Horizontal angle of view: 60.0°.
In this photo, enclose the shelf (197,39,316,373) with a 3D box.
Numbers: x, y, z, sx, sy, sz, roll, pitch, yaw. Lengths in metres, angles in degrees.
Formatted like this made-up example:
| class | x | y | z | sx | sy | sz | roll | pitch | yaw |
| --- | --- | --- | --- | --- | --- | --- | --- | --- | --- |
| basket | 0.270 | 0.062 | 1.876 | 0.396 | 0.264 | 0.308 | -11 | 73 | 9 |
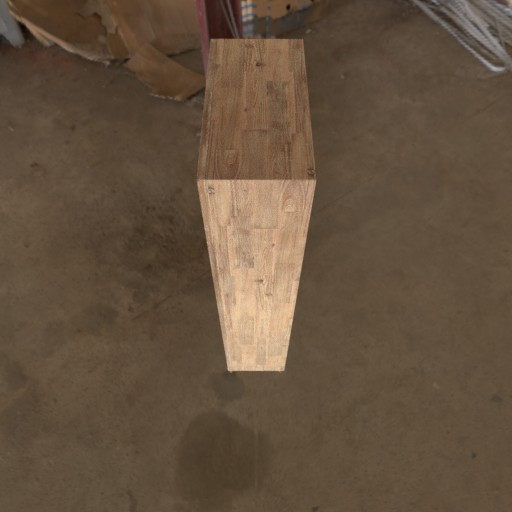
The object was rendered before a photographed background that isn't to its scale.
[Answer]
| class | x | y | z | sx | sy | sz | roll | pitch | yaw |
| --- | --- | --- | --- | --- | --- | --- | --- | --- | --- |
| shelf | 0.000 | 0.000 | 1.592 | 0.267 | 1.342 | 0.491 | 0 | 57 | 0 |
